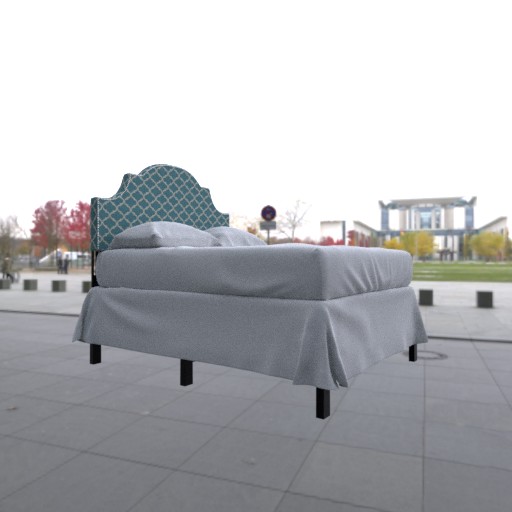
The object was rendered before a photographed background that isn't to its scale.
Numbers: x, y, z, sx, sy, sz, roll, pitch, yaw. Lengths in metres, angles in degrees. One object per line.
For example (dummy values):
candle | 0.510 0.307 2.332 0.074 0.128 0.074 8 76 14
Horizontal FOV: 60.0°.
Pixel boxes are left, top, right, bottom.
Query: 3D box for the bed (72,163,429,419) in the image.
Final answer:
bed | 0.000 0.000 3.427 2.222 1.633 1.780 0 0 36
